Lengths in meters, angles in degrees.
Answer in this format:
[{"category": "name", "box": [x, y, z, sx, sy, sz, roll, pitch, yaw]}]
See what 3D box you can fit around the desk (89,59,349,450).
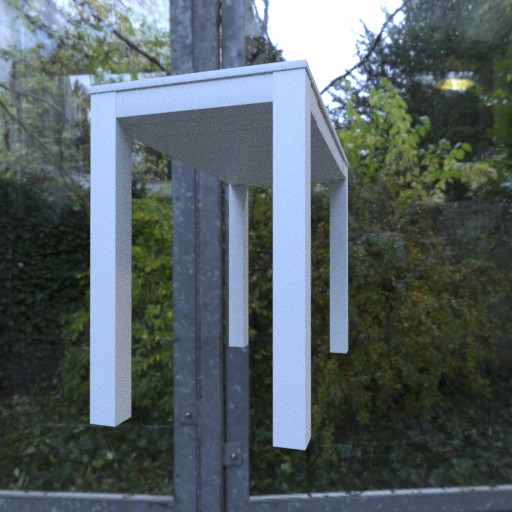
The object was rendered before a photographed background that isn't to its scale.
[{"category": "desk", "box": [0.000, 0.000, 1.405, 0.497, 0.762, 0.990, 0, 0, 16]}]
